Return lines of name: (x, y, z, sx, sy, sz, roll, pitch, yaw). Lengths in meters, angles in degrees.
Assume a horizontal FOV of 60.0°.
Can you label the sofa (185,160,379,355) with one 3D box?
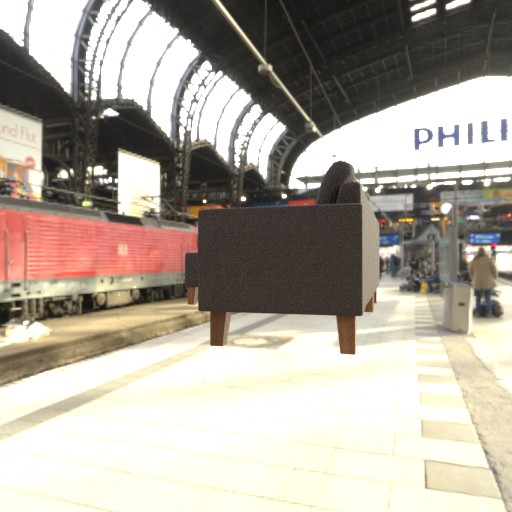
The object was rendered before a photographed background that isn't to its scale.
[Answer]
sofa: (0.000, 0.000, 3.515, 1.829, 0.932, 2.679, 0, -1, 17)
